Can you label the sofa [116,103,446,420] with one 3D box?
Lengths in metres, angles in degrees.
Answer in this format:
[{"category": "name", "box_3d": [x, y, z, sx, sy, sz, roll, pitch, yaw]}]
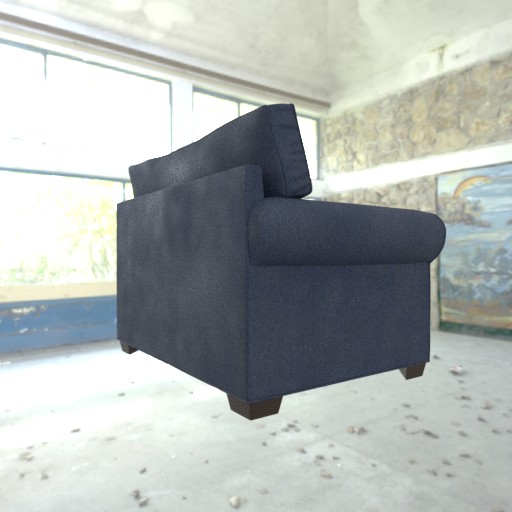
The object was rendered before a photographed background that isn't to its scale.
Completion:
[{"category": "sofa", "box_3d": [0.000, 0.000, 2.096, 0.938, 1.004, 1.405, 0, 0, -35]}]
